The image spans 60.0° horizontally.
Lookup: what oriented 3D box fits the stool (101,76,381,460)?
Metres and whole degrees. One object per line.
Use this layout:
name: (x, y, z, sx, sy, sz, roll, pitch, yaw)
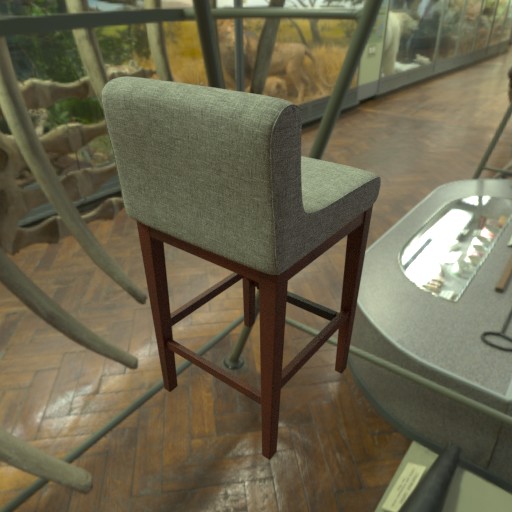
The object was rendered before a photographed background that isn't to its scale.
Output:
stool: (0.000, 0.000, 1.084, 0.417, 0.835, 0.459, 21, 36, 32)
